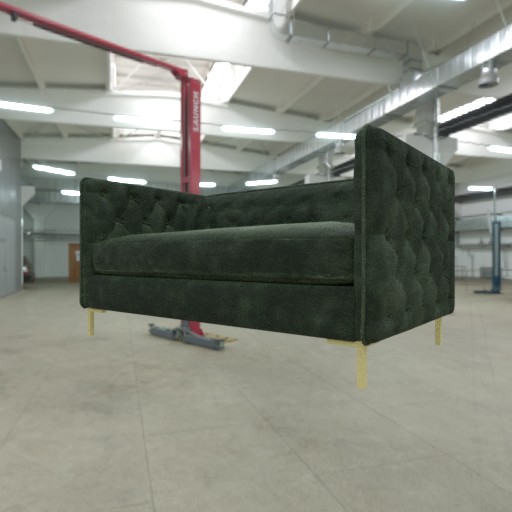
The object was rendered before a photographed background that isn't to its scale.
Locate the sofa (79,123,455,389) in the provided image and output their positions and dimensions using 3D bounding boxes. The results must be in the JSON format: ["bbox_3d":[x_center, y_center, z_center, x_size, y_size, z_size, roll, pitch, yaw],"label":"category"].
[{"bbox_3d":[0.000,0.000,2.033,1.537,0.768,0.895,0,0,37],"label":"sofa"}]
